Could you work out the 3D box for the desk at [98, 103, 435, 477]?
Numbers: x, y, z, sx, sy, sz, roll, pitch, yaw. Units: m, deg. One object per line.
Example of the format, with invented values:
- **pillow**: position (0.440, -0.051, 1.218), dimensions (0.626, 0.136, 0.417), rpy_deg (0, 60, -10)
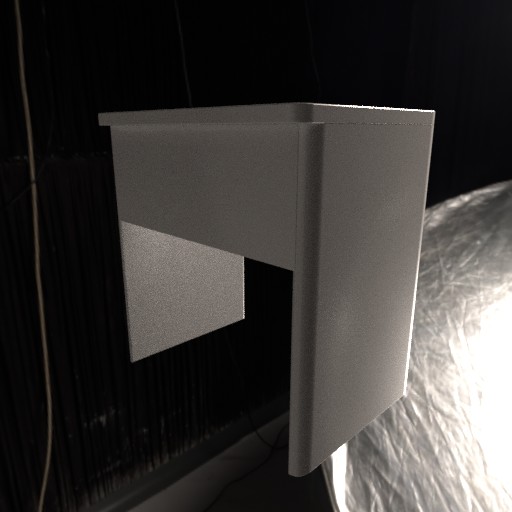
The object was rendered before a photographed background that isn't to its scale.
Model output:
- **desk**: position (0.000, 0.000, 1.298), dimensions (0.549, 0.800, 0.762), rpy_deg (-15, 22, -42)
